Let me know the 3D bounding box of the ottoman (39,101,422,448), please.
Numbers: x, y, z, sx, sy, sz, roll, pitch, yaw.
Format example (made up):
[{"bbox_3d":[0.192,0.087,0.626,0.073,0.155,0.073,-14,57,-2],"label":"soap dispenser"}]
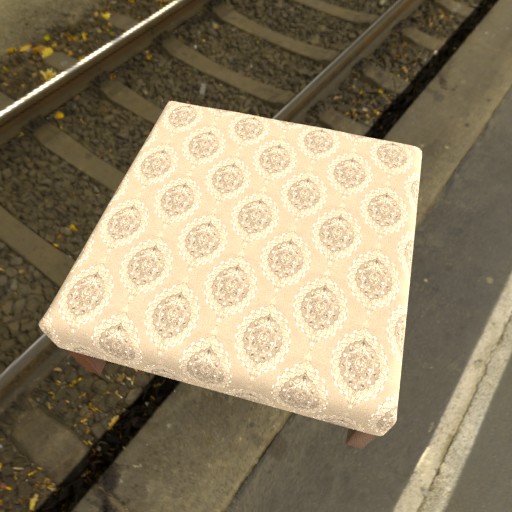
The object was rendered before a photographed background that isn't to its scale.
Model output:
[{"bbox_3d":[0.000,0.000,1.395,0.889,0.411,0.890,13,58,8],"label":"ottoman"}]
